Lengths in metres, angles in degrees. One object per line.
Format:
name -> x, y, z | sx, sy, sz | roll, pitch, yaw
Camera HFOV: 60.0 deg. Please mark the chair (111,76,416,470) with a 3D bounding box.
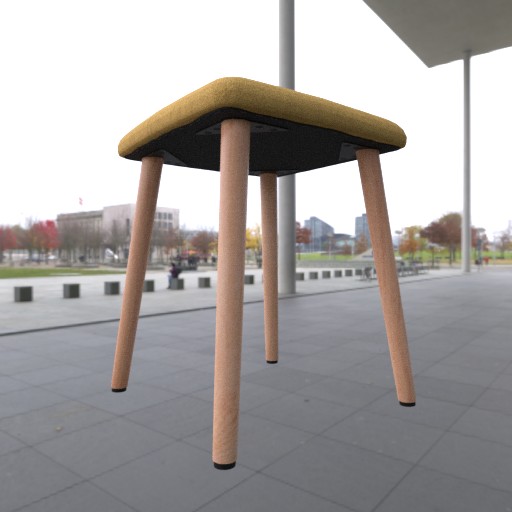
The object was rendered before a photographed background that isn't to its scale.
chair -> 0.000, 0.000, 0.692 | 0.350, 0.440, 0.350 | 0, 0, -37
